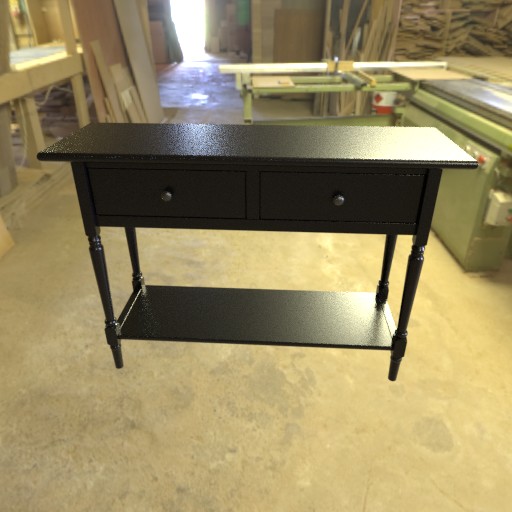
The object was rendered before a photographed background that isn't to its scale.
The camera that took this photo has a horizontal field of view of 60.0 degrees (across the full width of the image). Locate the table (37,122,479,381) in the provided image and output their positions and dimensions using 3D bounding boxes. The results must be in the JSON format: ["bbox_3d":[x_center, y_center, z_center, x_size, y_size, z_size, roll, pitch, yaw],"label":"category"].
[{"bbox_3d":[0.000,0.000,1.552,1.191,0.819,0.386,2,29,3],"label":"table"}]
